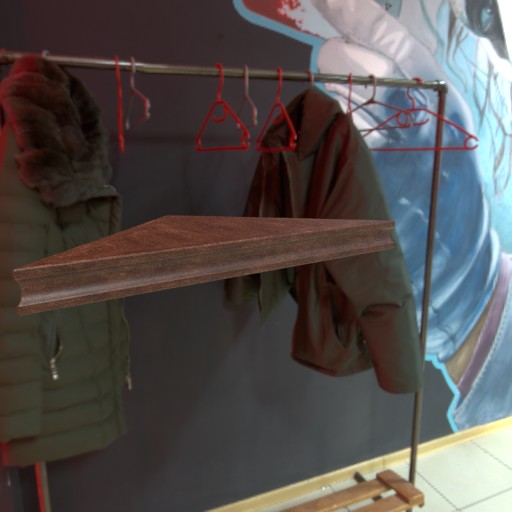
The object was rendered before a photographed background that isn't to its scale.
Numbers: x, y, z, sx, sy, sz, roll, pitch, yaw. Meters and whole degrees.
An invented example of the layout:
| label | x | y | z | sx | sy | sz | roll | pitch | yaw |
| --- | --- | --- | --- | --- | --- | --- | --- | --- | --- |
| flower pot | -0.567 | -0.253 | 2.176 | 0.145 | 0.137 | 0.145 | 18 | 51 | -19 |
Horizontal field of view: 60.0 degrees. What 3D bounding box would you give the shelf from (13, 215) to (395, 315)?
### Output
| label | x | y | z | sx | sy | sz | roll | pitch | yaw |
| --- | --- | --- | --- | --- | --- | --- | --- | --- | --- |
| shelf | 0.000 | 0.000 | 0.433 | 0.296 | 0.035 | 0.296 | 2 | 13 | 10 |
